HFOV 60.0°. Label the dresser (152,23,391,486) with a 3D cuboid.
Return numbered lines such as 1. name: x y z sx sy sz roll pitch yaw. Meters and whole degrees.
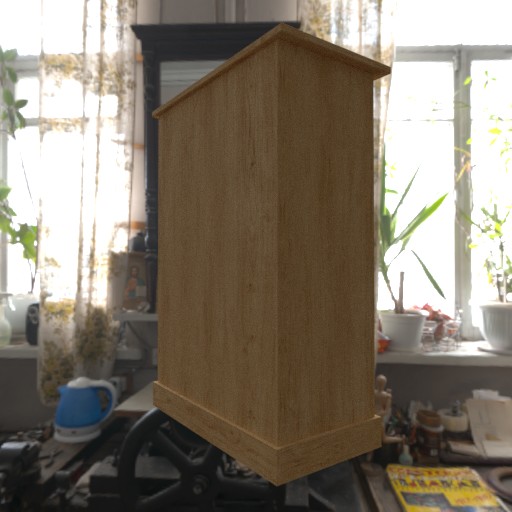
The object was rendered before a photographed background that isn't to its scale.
1. dresser: 0.000 0.000 1.741 0.485 1.300 0.915 1 -1 -36
